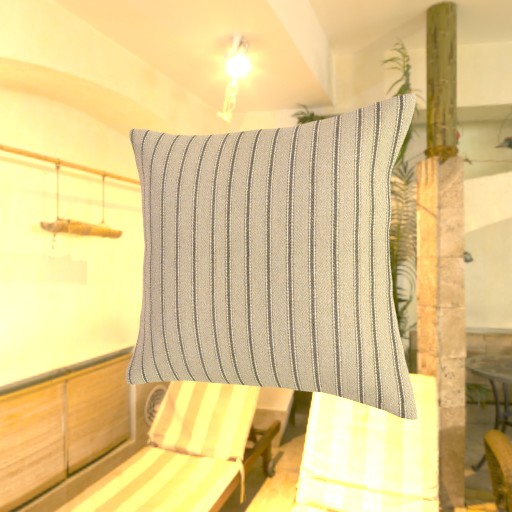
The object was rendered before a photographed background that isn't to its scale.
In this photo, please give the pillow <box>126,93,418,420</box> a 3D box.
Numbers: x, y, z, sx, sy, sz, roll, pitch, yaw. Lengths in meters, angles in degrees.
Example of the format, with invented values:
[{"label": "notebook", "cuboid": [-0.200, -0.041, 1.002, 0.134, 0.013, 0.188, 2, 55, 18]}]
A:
[{"label": "pillow", "cuboid": [0.000, 0.000, 0.680, 0.468, 0.444, 0.138, 0, 0, 20]}]
